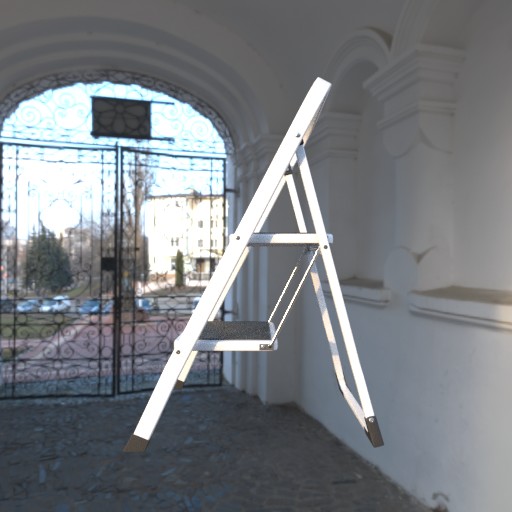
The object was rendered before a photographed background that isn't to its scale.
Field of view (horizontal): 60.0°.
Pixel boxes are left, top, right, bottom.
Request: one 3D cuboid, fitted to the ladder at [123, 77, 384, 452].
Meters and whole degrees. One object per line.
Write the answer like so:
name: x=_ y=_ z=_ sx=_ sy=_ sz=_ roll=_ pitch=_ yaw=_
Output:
ladder: x=0.000 y=0.000 z=1.139 sx=0.544 sy=0.810 sz=0.460 roll=0 pitch=0 yaw=1
